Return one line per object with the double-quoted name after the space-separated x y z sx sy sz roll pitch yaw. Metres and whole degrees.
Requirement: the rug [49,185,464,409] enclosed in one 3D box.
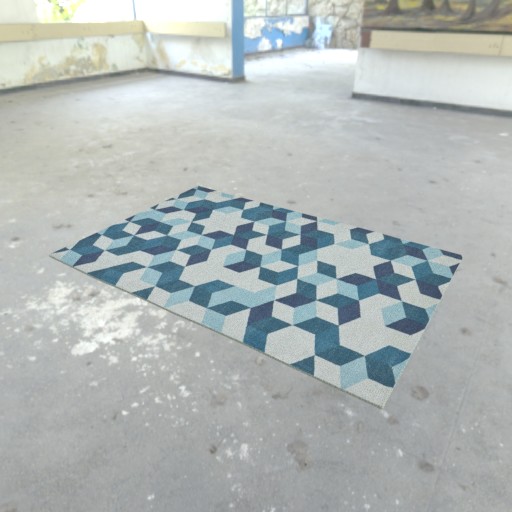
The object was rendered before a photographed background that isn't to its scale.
0.000 0.000 2.349 1.829 0.014 1.235 19 35 29 "rug"
